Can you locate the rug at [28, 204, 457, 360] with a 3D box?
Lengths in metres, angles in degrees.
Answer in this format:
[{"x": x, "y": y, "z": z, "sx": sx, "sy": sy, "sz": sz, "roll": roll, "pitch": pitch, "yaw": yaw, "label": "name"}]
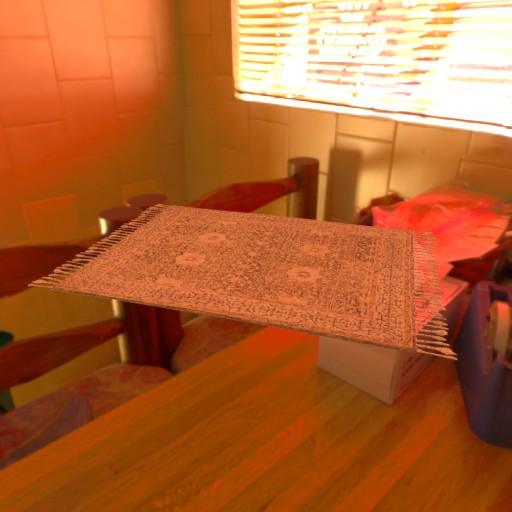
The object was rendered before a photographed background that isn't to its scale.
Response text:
[{"x": 0.000, "y": 0.000, "z": 3.084, "sx": 2.465, "sy": 0.023, "sz": 1.619, "roll": 8, "pitch": 27, "yaw": 15, "label": "rug"}]
